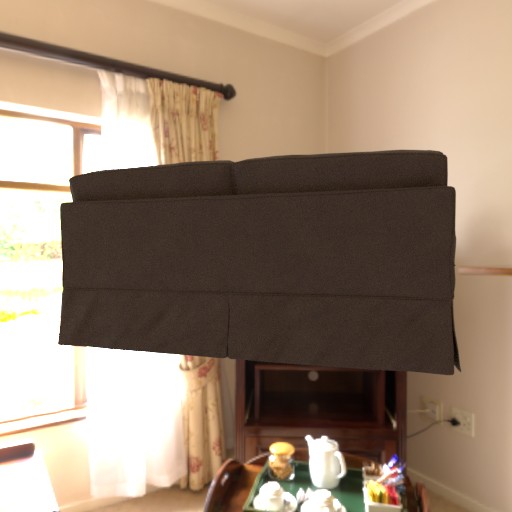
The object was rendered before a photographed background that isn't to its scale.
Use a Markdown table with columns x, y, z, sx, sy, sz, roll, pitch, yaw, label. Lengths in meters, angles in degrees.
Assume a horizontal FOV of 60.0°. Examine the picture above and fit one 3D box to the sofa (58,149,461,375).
| x | y | z | sx | sy | sz | roll | pitch | yaw | label |
| --- | --- | --- | --- | --- | --- | --- | --- | --- | --- |
| 0.000 | 0.000 | 2.799 | 2.256 | 1.094 | 0.983 | 0 | 0 | 17 | sofa |
